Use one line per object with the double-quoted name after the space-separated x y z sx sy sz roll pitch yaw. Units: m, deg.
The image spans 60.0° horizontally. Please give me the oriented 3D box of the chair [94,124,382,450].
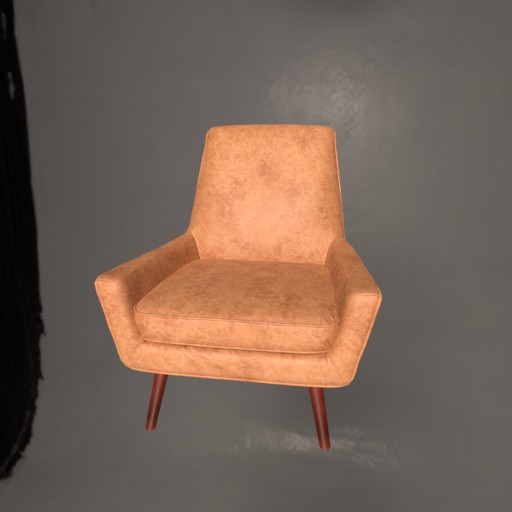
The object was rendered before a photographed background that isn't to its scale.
0.000 0.000 1.519 0.753 0.883 0.851 2 15 9 "chair"
